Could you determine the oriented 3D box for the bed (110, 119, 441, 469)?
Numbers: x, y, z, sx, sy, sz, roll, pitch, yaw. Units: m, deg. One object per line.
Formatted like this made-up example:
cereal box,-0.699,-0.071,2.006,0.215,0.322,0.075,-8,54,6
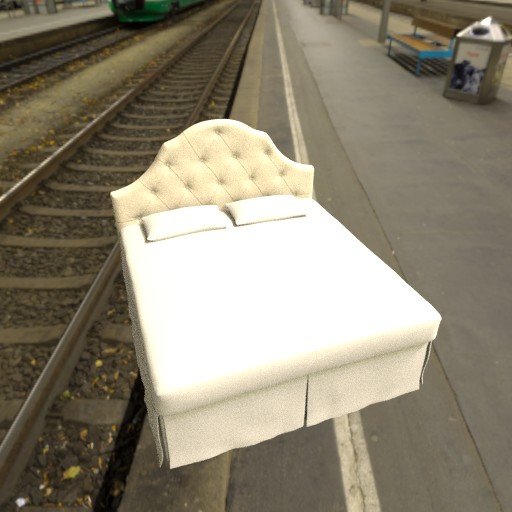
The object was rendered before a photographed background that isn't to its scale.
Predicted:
bed,0.000,0.000,3.402,2.012,1.555,2.086,-11,34,-17
